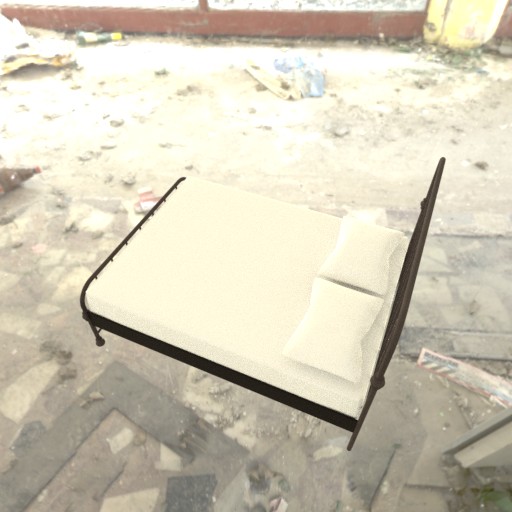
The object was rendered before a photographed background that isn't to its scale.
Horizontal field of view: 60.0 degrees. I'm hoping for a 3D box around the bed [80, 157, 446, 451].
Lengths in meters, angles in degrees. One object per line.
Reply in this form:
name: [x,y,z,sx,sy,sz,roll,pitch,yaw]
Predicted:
bed: [0.000,0.000,3.246,2.134,1.446,1.616,18,50,16]
